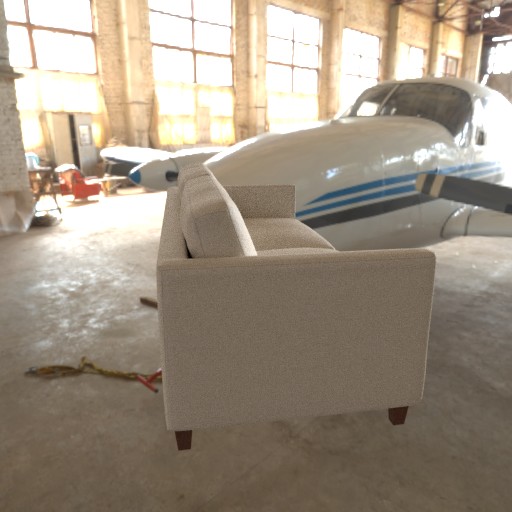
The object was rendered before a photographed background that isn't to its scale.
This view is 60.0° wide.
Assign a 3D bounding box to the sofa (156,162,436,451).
[{"bbox_3d":[0.000,0.000,2.394,0.965,0.889,1.981,-3,16,-9],"label":"sofa"}]
